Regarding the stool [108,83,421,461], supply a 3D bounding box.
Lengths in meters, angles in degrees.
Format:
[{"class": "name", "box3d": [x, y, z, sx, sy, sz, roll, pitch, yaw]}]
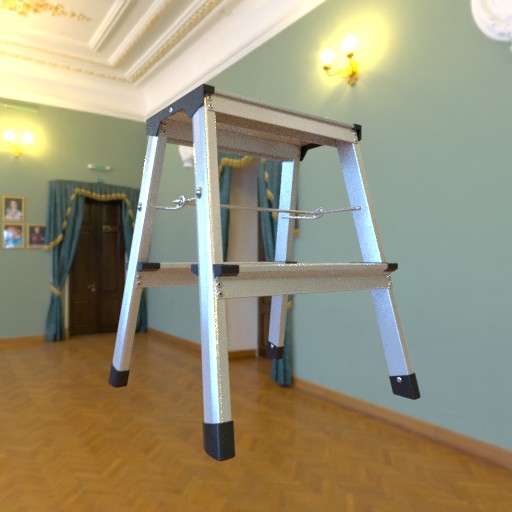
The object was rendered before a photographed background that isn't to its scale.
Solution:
[{"class": "stool", "box3d": [0.000, 0.000, 0.795, 0.404, 0.480, 0.405, 0, 0, -36]}]
